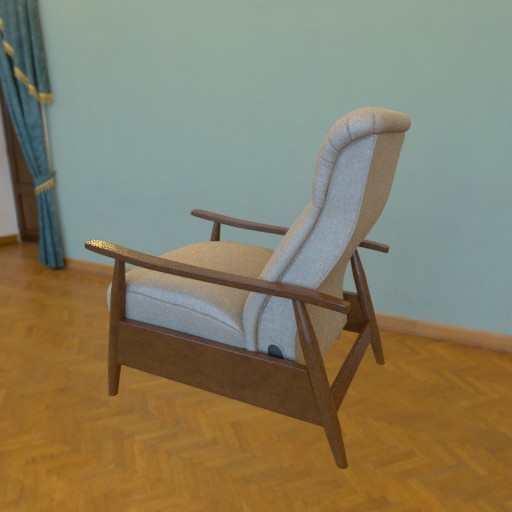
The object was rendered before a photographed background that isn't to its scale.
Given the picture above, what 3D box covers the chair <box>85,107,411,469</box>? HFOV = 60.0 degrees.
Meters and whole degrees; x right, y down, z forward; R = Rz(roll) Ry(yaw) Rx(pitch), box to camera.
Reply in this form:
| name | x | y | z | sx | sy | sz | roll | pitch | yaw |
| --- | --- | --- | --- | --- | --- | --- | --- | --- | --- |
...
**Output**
| name | x | y | z | sx | sy | sz | roll | pitch | yaw |
| --- | --- | --- | --- | --- | --- | --- | --- | --- | --- |
| chair | 0.000 | 0.000 | 1.746 | 1.030 | 1.082 | 0.762 | 7 | 18 | 24 |
